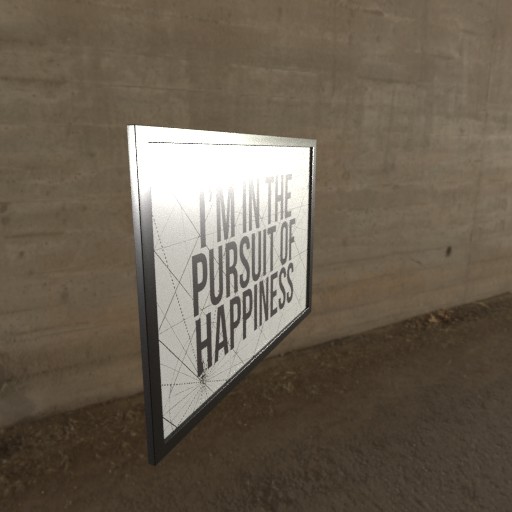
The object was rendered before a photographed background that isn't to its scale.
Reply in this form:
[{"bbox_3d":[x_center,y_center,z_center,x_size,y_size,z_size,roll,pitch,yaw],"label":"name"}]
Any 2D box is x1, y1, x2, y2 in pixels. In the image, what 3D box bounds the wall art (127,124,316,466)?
[{"bbox_3d":[0.000,0.000,1.044,0.015,0.552,0.819,6,15,25],"label":"wall art"}]
